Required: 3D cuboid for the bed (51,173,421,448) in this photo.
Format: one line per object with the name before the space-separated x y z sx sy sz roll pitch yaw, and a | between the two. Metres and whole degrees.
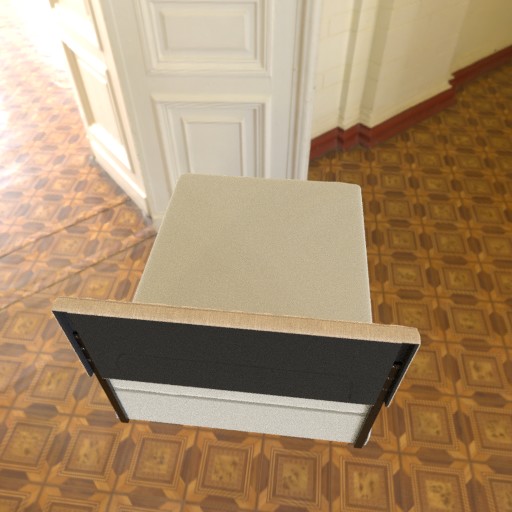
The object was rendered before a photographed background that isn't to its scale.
bed | 0.000 0.000 2.991 1.643 1.270 1.978 5 47 4
